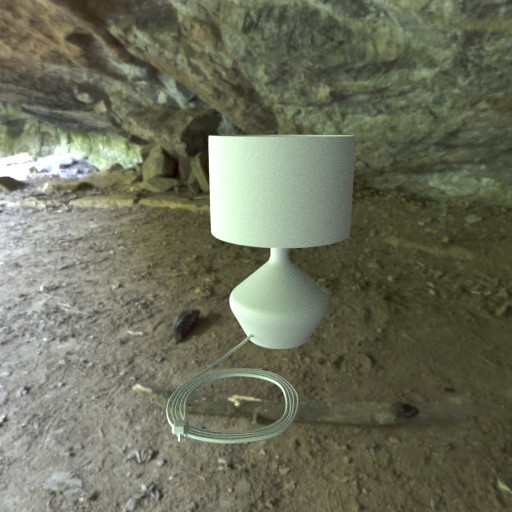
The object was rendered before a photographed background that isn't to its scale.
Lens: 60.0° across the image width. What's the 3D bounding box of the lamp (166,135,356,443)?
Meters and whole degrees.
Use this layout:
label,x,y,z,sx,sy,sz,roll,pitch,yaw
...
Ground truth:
label,x,y,z,sx,sy,sz,roll,pitch,yaw
lamp,0.000,0.000,0.877,0.546,0.457,0.401,-15,22,-42
